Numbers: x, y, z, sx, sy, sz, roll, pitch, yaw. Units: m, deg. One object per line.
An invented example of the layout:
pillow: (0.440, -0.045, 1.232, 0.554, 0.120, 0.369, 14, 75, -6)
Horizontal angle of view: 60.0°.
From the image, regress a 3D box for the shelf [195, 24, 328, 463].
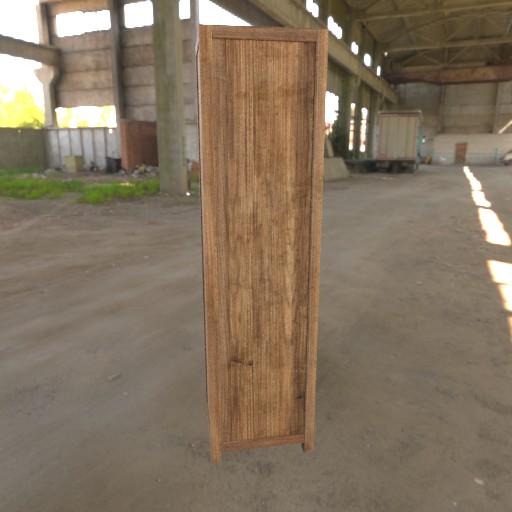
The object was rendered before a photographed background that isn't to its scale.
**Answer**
shelf: (0.000, 0.000, 2.115, 0.500, 1.900, 0.428, -2, 14, -9)
